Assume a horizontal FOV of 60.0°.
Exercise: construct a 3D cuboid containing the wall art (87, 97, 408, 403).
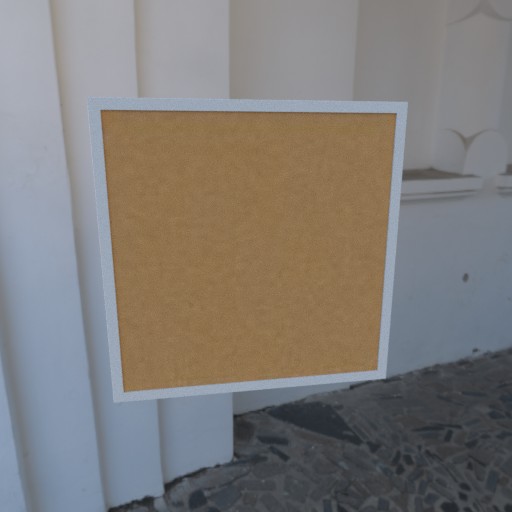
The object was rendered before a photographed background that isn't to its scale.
[{"bbox_3d":[0.000,0.000,0.686,0.457,0.457,0.012,-2,15,-9],"label":"wall art"}]
